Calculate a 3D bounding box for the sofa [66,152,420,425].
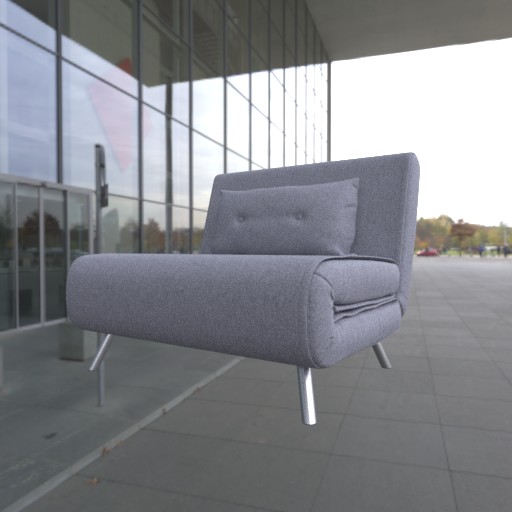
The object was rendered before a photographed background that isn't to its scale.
[{"bbox_3d":[0.000,0.000,1.709,1.020,0.825,1.000,1,1,34],"label":"sofa"}]
